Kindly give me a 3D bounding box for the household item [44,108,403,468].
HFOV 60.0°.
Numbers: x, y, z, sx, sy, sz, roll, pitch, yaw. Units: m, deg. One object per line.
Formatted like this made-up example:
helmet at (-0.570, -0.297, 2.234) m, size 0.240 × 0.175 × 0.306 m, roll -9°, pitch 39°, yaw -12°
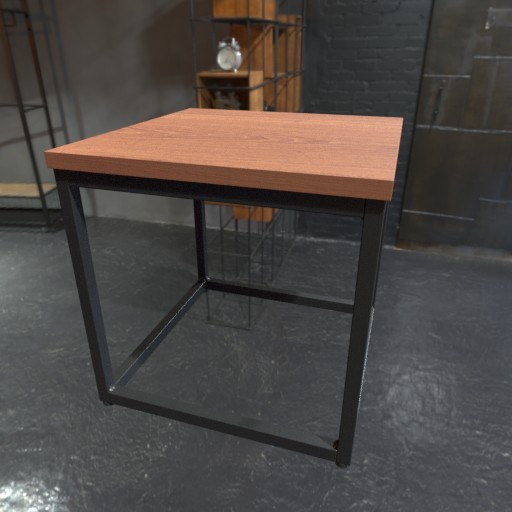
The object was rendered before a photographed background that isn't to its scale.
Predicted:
household item at (0.000, 0.000, 0.729) m, size 0.400 × 0.400 × 0.400 m, roll 8°, pitch 27°, yaw 16°
